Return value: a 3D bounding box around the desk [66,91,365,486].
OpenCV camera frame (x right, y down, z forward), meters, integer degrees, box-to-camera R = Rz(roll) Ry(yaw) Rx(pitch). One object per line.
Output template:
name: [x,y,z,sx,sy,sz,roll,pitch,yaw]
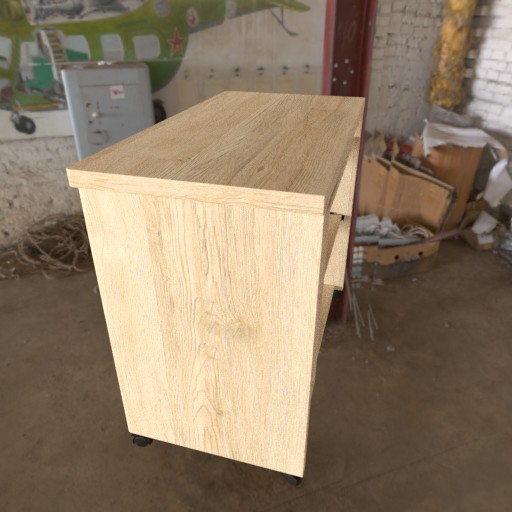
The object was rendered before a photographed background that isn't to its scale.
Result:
desk: [0.000,0.000,1.308,0.480,0.770,0.885,8,30,14]
